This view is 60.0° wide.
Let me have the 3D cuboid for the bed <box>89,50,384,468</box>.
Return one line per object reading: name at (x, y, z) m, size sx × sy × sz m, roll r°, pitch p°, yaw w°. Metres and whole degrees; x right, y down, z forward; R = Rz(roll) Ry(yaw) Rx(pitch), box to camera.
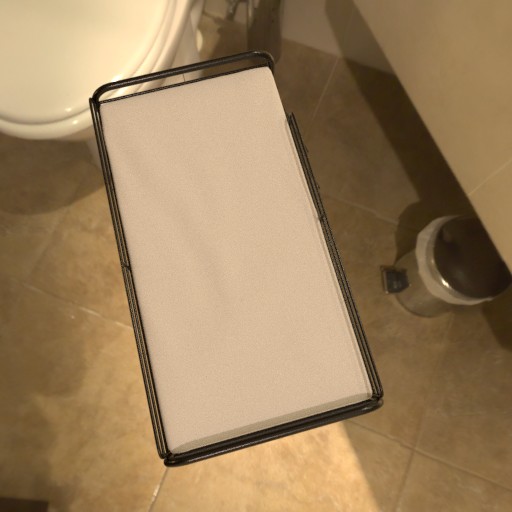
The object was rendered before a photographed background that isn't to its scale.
bed at (0.000, 0.000, 2.807) m, size 1.393 × 1.289 × 1.968 m, roll -14°, pitch 76°, yaw -4°
